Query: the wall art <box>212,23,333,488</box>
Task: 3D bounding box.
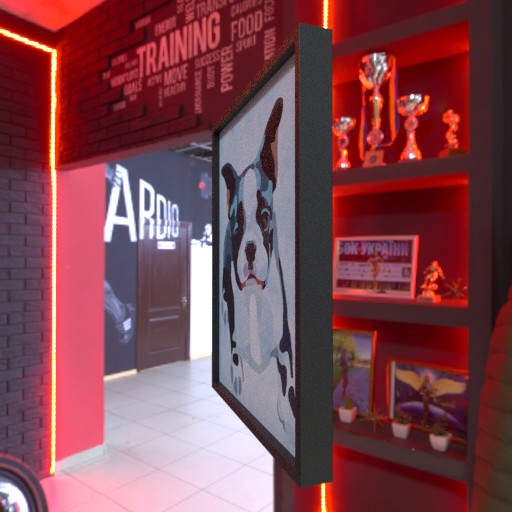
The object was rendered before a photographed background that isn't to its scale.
[{"bbox_3d":[0.000,0.000,0.495,0.030,0.369,0.294,0,-1,-19],"label":"wall art"}]
